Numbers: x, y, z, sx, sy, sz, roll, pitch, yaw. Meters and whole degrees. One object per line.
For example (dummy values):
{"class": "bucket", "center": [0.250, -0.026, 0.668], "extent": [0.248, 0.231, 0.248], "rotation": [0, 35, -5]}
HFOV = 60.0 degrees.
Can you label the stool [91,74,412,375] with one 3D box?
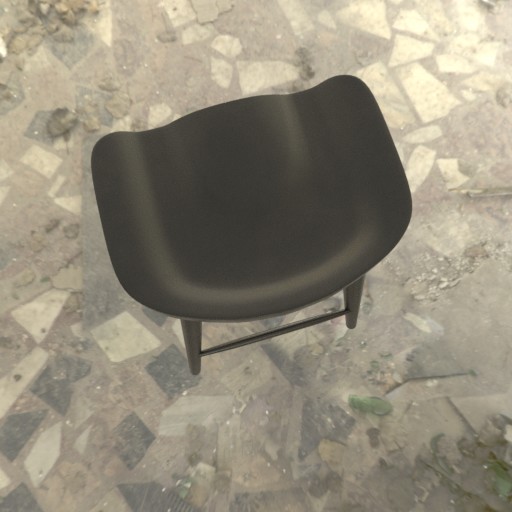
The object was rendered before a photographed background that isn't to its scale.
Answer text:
{"class": "stool", "center": [0.000, 0.000, 0.871], "extent": [0.440, 0.615, 0.361], "rotation": [-16, 76, -4]}
